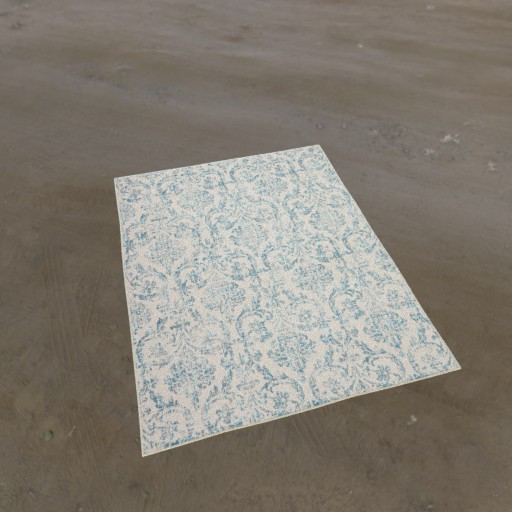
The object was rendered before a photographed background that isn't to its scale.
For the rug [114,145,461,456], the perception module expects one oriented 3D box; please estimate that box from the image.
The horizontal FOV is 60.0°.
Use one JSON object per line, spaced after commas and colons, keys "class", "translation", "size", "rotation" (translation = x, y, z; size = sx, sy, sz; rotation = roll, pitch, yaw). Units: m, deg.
{"class": "rug", "translation": [0.000, 0.000, 4.054], "size": [2.363, 0.012, 2.980], "rotation": [-12, 49, -10]}
